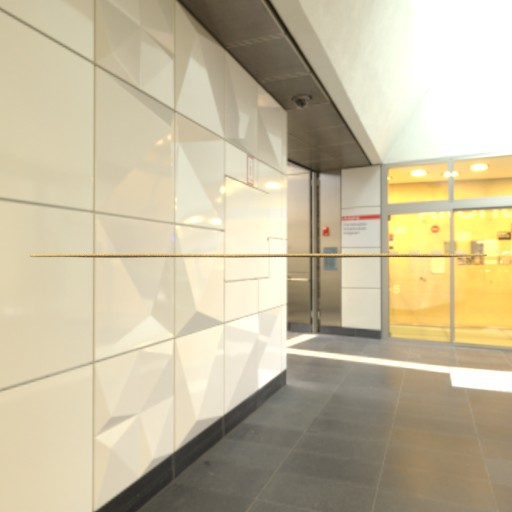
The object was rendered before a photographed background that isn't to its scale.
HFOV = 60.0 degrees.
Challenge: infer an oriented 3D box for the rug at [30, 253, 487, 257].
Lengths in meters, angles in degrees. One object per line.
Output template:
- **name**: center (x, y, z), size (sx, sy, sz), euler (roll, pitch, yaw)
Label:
- **rug**: center (0.000, 0.000, 2.419), size (2.182, 0.015, 0.645), euler (0, -1, 2)
